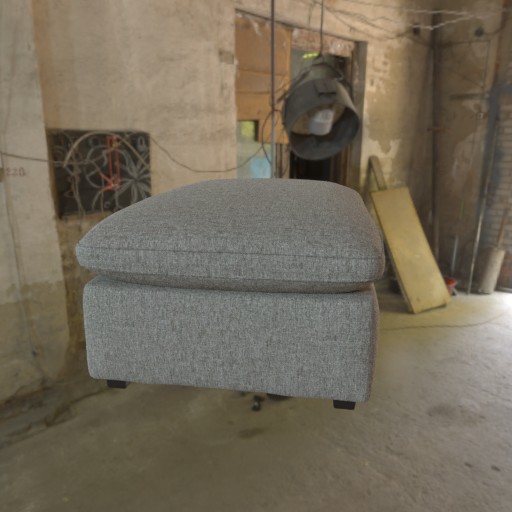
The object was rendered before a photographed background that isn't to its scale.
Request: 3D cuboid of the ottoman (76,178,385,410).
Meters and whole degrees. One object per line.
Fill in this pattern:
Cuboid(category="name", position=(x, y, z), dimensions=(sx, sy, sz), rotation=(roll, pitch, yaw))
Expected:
Cuboid(category="ottoman", position=(0.000, 0.000, 1.386), dimensions=(0.694, 0.451, 0.977), rotation=(2, 15, 9))
